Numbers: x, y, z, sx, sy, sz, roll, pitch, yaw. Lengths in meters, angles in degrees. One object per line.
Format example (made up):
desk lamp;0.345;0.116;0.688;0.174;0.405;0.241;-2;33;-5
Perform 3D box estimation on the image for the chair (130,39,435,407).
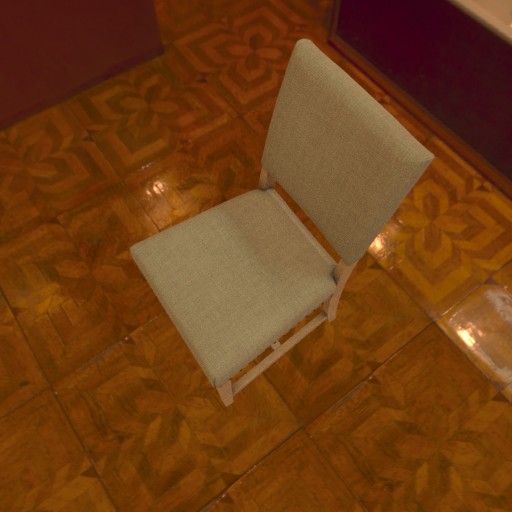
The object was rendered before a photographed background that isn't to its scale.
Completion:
chair;0.000;0.000;1.346;0.622;0.986;0.508;-31;68;-14
